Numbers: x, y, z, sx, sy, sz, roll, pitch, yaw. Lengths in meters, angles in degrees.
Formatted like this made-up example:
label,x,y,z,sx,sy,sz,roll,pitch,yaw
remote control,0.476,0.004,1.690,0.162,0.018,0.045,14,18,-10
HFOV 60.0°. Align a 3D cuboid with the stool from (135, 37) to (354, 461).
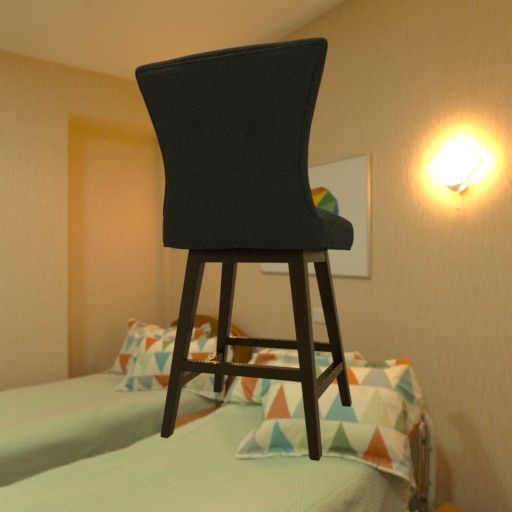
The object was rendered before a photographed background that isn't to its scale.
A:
label,x,y,z,sx,sy,sz,roll,pitch,yaw
stool,0.000,0.000,1.308,0.514,1.000,0.574,0,0,19
